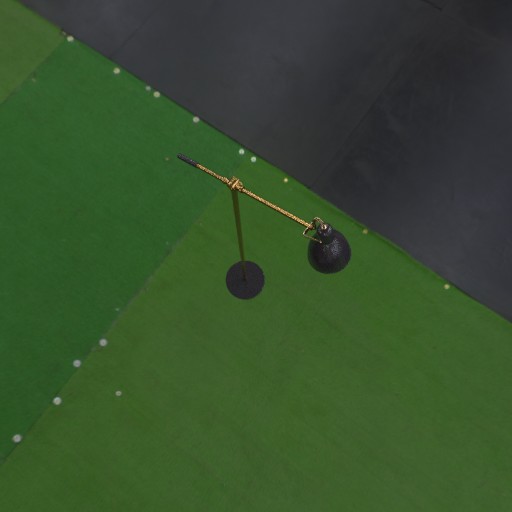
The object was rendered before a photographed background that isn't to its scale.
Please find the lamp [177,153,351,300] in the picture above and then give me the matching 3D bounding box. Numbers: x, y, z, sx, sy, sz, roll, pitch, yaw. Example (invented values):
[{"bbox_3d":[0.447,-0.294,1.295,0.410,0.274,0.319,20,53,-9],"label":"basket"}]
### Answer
[{"bbox_3d":[0.000,0.000,1.872,0.618,1.628,0.235,38,79,9],"label":"lamp"}]
